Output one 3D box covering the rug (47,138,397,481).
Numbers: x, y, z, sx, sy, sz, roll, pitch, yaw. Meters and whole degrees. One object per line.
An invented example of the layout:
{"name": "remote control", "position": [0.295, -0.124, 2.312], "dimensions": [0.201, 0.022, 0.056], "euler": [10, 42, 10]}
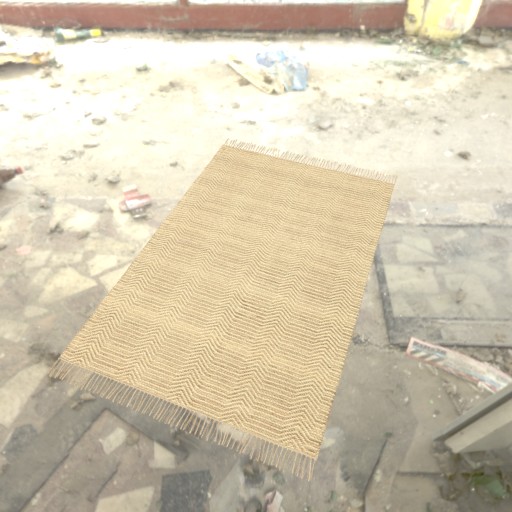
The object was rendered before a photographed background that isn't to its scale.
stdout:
{"name": "rug", "position": [0.000, 0.000, 2.446], "dimensions": [1.224, 0.027, 2.021], "euler": [16, 50, 14]}
